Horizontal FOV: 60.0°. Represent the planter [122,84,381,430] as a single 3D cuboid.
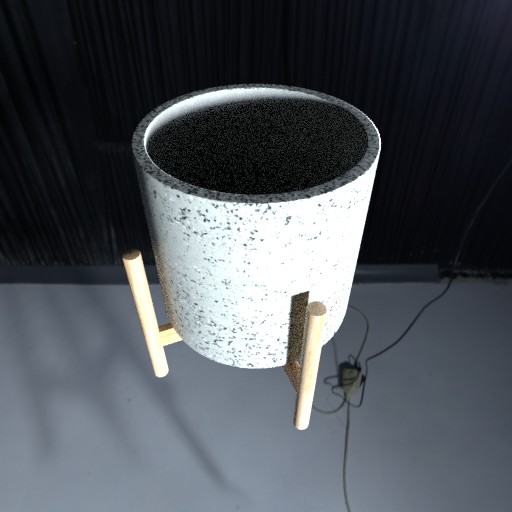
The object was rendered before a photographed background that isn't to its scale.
[{"bbox_3d":[0.000,0.000,0.691,0.360,0.419,0.360,-1,43,-1],"label":"planter"}]
